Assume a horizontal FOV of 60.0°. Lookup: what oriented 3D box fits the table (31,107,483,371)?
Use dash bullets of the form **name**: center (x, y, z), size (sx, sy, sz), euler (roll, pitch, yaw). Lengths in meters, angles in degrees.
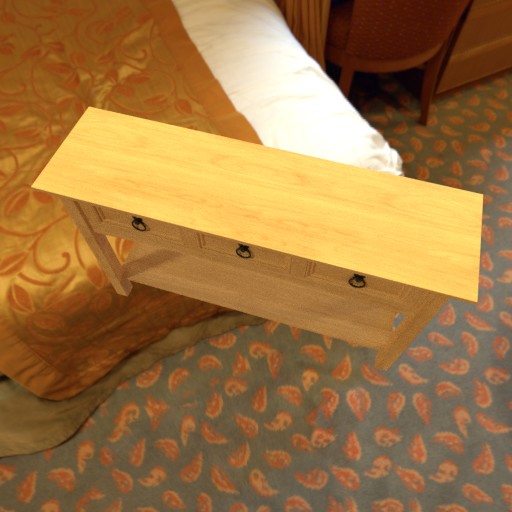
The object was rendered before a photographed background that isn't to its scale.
- **table**: center (0.000, 0.000, 1.574), size (1.240, 0.730, 0.350), euler (15, 60, 9)
